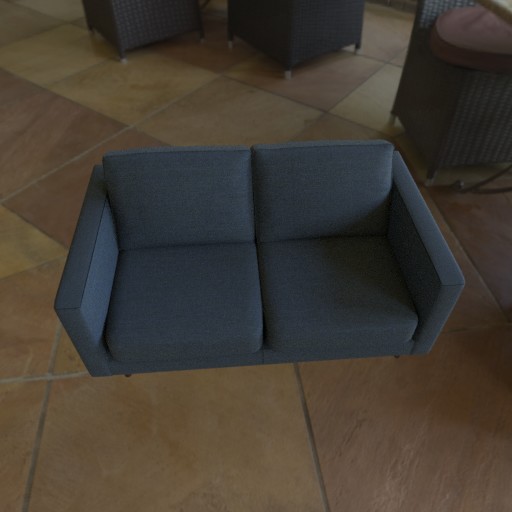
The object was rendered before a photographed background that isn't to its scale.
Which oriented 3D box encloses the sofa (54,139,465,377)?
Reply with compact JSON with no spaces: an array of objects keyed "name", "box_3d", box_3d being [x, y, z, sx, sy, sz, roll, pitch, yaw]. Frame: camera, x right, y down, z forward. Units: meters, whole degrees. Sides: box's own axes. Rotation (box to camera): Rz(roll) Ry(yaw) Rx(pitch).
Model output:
[{"name":"sofa","box_3d":[0.000,0.000,2.258,1.659,0.907,0.999,-3,47,-3]}]
